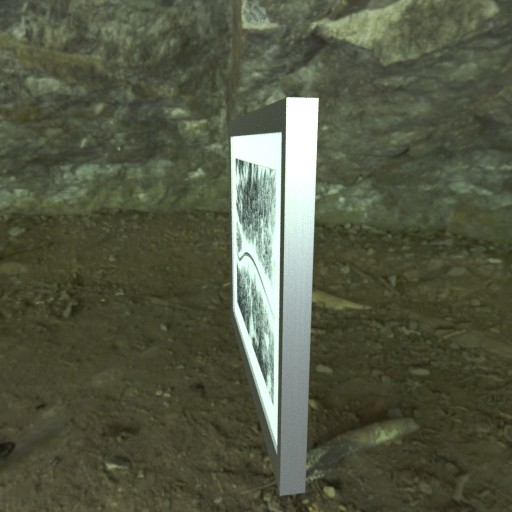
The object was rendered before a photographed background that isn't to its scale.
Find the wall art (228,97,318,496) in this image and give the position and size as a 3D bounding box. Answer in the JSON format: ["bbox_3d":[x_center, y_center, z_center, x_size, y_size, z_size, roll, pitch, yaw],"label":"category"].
[{"bbox_3d":[0.000,0.000,0.747,0.032,0.456,0.557,-2,15,-9],"label":"wall art"}]
